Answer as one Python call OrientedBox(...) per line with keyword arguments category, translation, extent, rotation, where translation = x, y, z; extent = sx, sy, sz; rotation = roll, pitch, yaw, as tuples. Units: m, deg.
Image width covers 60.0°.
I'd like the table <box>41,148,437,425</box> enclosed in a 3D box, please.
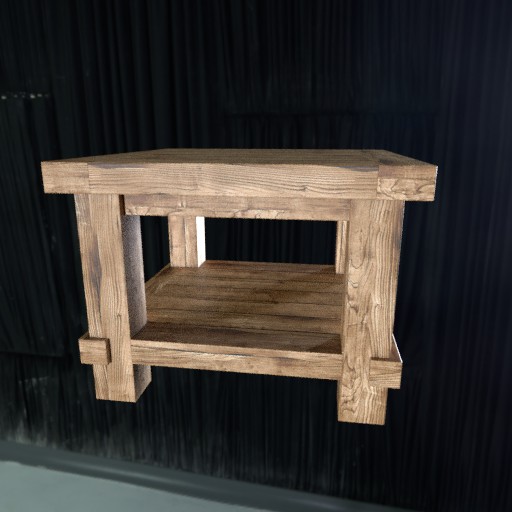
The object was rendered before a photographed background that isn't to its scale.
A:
OrientedBox(category="table", translation=(0.000, 0.000, 1.021), extent=(0.610, 0.457, 0.610), rotation=(2, 16, 8))
